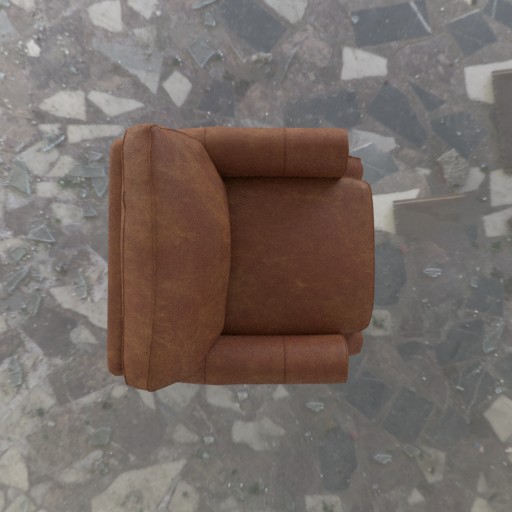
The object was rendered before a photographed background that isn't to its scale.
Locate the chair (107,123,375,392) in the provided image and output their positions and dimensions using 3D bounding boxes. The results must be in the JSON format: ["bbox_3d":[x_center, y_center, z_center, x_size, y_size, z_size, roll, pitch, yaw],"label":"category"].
[{"bbox_3d":[0.000,0.000,1.781,0.986,0.962,0.983,0,90,1],"label":"chair"}]
